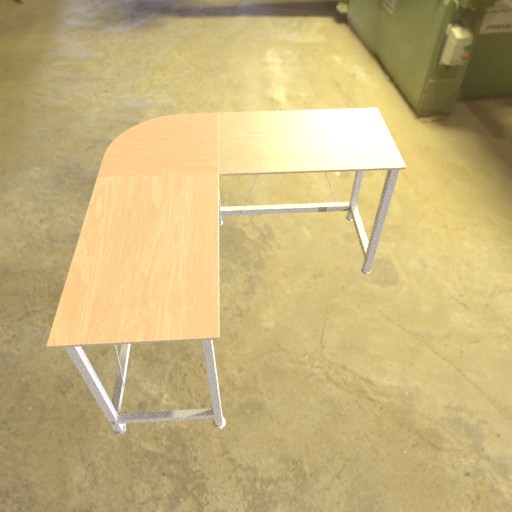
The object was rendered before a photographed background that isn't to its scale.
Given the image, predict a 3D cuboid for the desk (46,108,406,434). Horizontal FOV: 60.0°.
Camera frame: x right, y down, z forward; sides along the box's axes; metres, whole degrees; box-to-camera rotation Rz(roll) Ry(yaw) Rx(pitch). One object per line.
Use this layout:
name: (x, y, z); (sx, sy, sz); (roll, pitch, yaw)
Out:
desk: (0.000, 0.000, 2.171); (1.400, 0.762, 1.400); (-2, 47, -2)
